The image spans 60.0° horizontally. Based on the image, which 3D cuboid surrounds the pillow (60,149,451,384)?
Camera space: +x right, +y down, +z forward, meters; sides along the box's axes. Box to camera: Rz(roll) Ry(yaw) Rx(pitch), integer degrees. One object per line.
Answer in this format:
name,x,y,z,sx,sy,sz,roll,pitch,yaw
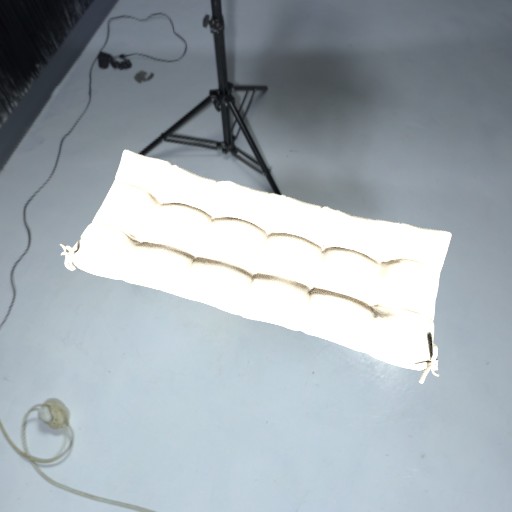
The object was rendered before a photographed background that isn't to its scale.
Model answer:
pillow,0.000,0.000,1.383,1.194,0.174,0.511,16,64,8
